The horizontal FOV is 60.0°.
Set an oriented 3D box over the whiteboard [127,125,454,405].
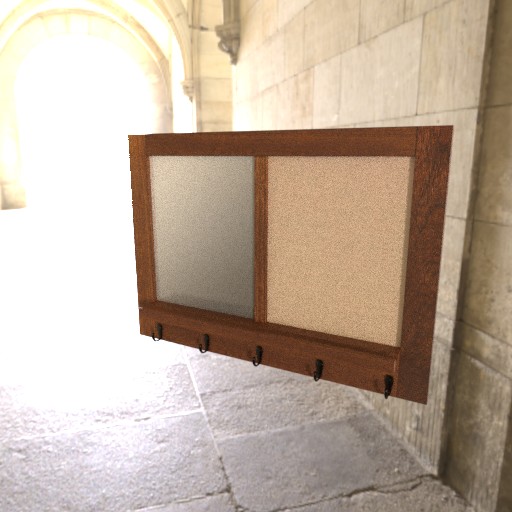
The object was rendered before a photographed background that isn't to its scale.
[{"bbox_3d":[0.000,0.000,1.021,0.783,0.559,0.083,7,15,27],"label":"whiteboard"}]
